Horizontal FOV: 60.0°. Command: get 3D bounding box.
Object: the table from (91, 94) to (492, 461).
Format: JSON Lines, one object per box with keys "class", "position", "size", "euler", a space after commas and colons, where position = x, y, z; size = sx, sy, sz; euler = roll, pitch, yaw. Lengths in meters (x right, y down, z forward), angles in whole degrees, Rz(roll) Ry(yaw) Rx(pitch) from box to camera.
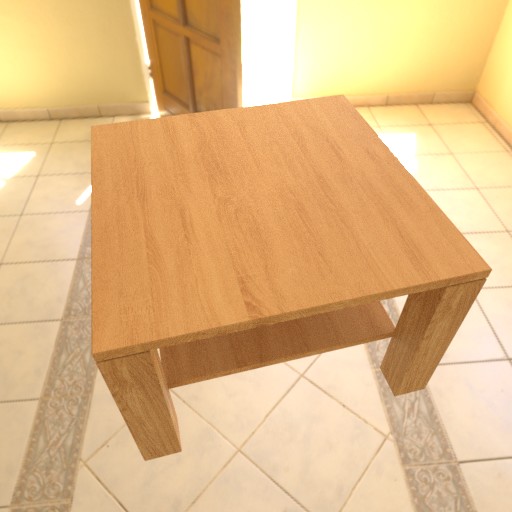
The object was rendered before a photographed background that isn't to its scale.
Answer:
{"class": "table", "position": [0.000, 0.000, 1.133], "size": [0.700, 0.450, 0.700], "euler": [-11, 47, -10]}
